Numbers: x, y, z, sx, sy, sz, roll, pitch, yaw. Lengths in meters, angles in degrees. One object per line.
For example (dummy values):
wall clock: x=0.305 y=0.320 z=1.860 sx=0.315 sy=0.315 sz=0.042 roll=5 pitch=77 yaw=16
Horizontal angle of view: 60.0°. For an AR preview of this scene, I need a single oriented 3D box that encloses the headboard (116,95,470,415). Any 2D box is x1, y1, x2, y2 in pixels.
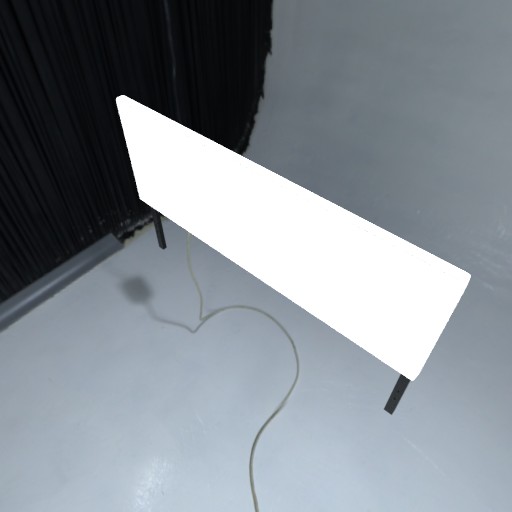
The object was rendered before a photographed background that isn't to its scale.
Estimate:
headboard: x=0.000 y=0.000 z=2.866 sx=2.362 sy=1.410 sz=0.120 roll=33 pitch=55 yaw=27
